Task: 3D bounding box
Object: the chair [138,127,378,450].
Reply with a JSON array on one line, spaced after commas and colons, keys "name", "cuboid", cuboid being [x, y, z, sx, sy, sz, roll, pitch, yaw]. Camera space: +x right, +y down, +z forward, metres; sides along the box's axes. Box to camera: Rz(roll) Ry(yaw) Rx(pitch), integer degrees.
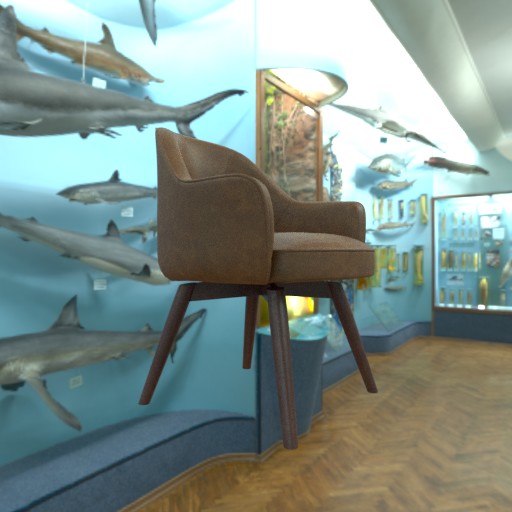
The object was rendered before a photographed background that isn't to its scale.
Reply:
[{"name": "chair", "cuboid": [0.000, 0.000, 1.233, 0.640, 0.777, 0.591, 0, 0, 36]}]
